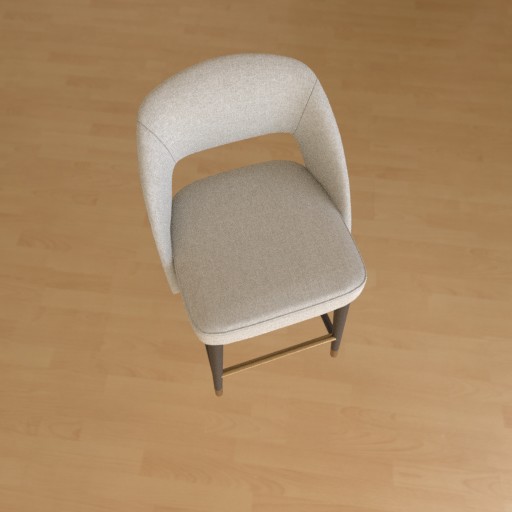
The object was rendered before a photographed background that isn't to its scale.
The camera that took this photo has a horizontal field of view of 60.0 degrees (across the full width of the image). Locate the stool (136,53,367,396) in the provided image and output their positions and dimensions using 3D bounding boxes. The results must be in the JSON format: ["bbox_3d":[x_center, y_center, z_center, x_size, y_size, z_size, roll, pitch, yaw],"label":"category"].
[{"bbox_3d":[0.000,0.000,1.248,0.494,0.940,0.509,-17,65,-8],"label":"stool"}]
